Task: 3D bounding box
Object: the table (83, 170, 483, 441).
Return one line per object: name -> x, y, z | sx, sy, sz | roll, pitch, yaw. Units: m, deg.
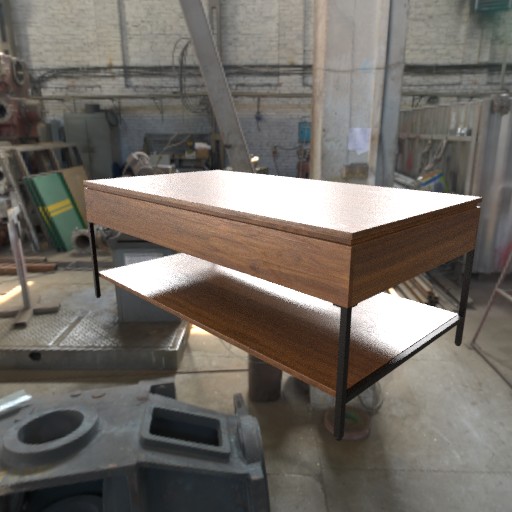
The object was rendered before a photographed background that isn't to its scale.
table -> 0.000, 0.000, 1.353 | 0.574, 0.414, 1.057 | -15, 22, -42
